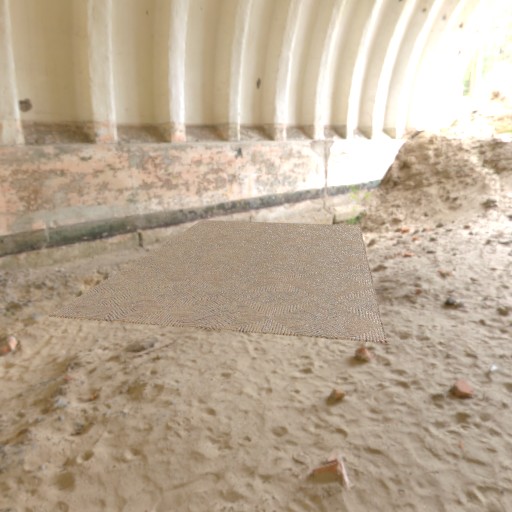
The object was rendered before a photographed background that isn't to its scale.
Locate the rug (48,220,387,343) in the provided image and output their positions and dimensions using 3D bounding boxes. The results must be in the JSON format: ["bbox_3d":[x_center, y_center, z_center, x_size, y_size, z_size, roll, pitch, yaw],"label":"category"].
[{"bbox_3d":[0.000,0.000,3.069,1.519,0.007,2.428,3,15,10],"label":"rug"}]
